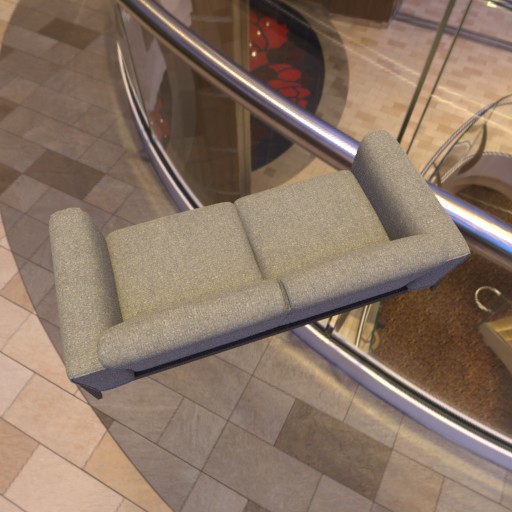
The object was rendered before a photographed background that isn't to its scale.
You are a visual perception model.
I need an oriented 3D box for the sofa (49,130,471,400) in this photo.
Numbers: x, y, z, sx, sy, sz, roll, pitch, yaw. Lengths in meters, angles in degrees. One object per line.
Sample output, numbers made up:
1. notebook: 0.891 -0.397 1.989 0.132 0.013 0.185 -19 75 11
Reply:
1. sofa: 0.000 0.000 2.536 2.125 0.703 0.985 -16 61 -9
